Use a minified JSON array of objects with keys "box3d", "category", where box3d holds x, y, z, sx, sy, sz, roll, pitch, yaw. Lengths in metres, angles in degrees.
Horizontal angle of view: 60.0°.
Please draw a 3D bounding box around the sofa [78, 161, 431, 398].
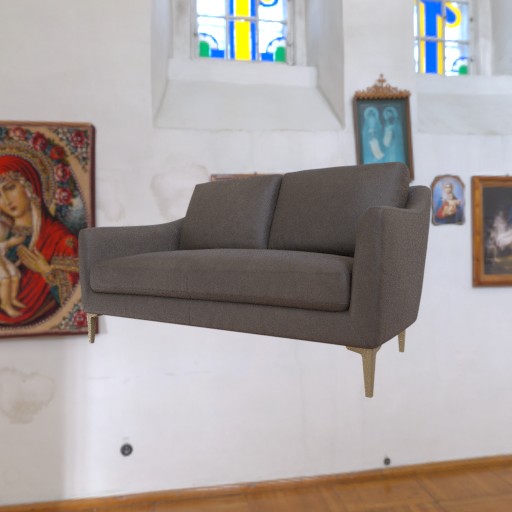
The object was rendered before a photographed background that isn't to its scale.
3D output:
[{"box3d":[0.000,0.000,2.201,1.619,0.902,0.960,0,0,36],"category":"sofa"}]
